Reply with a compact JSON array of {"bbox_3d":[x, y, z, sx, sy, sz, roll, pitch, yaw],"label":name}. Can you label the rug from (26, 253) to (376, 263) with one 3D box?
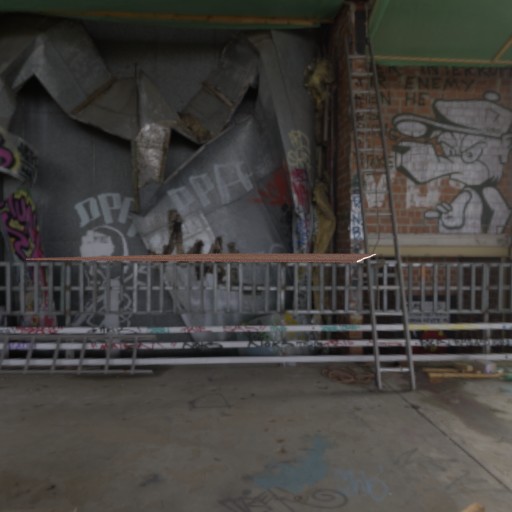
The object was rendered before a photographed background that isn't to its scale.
[{"bbox_3d":[0.000,0.000,3.028,1.523,0.008,2.438,0,1,17],"label":"rug"}]
